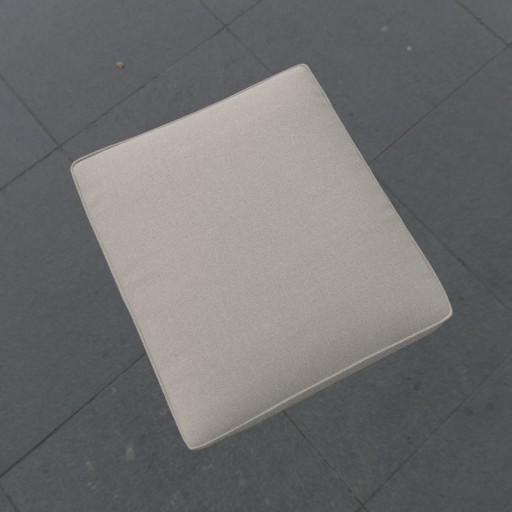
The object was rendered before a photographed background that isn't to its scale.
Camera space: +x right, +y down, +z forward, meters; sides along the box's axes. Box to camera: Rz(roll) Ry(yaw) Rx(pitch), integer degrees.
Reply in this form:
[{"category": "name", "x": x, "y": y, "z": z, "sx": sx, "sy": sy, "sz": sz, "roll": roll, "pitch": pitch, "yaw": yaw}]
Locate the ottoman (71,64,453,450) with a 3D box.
[{"category": "ottoman", "x": 0.000, "y": 0.000, "z": 1.156, "sx": 0.662, "sy": 0.505, "sz": 0.716, "roll": -25, "pitch": 77, "yaw": -6}]
